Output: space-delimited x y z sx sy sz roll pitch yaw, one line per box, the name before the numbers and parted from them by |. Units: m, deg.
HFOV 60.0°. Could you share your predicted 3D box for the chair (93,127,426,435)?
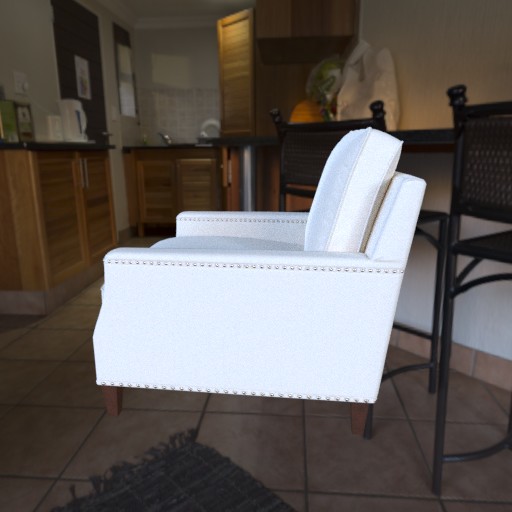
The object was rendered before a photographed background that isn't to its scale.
chair | 0.000 0.000 1.715 1.014 0.943 0.853 2 15 7
